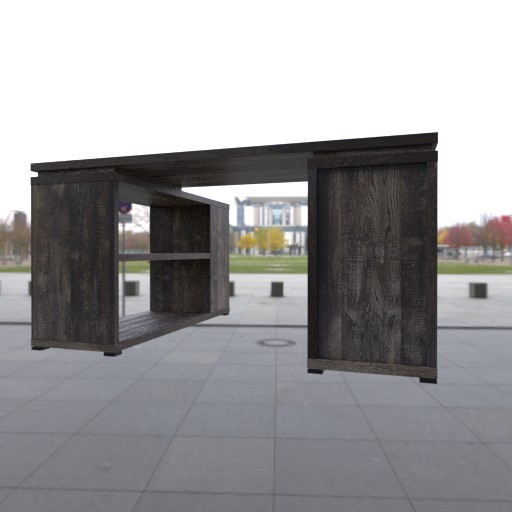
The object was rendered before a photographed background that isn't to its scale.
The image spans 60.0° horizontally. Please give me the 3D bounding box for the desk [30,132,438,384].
[{"bbox_3d":[0.000,0.000,2.126,1.524,0.753,1.200,0,1,18],"label":"desk"}]
